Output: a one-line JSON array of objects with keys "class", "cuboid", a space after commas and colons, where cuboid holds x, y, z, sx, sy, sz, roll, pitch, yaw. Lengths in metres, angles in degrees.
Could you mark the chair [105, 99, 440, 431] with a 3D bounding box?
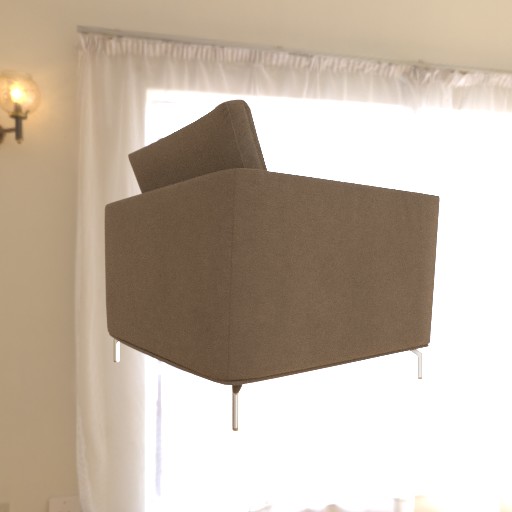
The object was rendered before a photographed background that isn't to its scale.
[{"class": "chair", "cuboid": [0.000, 0.000, 1.687, 0.889, 0.864, 1.041, 0, 0, -36]}]
